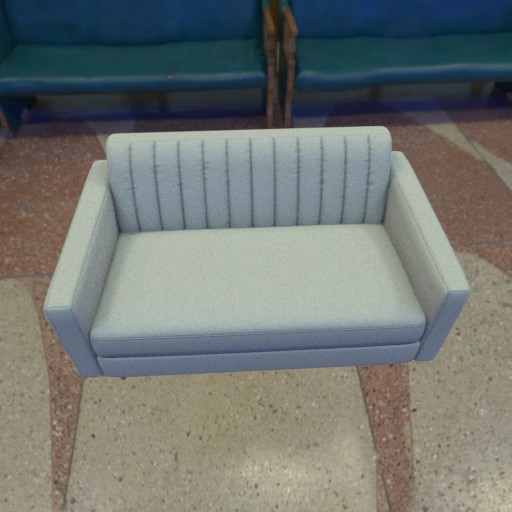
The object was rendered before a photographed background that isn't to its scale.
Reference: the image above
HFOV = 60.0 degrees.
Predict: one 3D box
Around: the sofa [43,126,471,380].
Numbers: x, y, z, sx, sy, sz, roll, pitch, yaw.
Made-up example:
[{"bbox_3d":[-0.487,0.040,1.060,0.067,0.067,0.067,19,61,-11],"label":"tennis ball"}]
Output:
[{"bbox_3d":[0.000,0.000,2.093,1.585,0.801,0.950,-2,46,-2],"label":"sofa"}]
